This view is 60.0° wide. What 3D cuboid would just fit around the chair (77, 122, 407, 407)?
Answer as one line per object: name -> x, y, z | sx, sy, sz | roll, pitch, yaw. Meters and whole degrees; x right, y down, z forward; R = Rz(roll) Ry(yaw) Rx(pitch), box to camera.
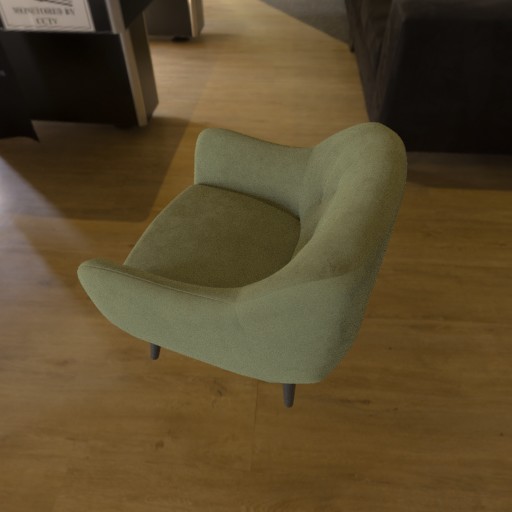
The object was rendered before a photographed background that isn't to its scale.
chair -> 0.000, 0.000, 1.517 | 0.819, 0.804, 0.840 | 15, 47, 14
